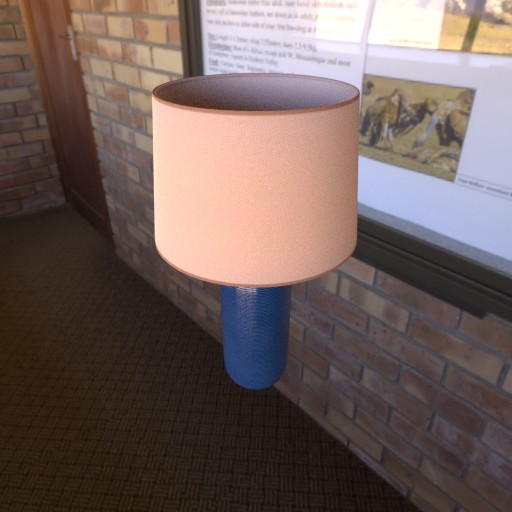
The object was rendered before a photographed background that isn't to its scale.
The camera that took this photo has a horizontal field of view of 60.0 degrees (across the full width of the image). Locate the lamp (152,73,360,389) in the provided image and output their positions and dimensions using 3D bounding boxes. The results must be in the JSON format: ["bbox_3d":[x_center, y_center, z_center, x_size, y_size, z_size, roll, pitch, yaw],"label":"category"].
[{"bbox_3d":[0.000,0.000,0.848,0.367,0.609,0.367,0,30,0],"label":"lamp"}]
